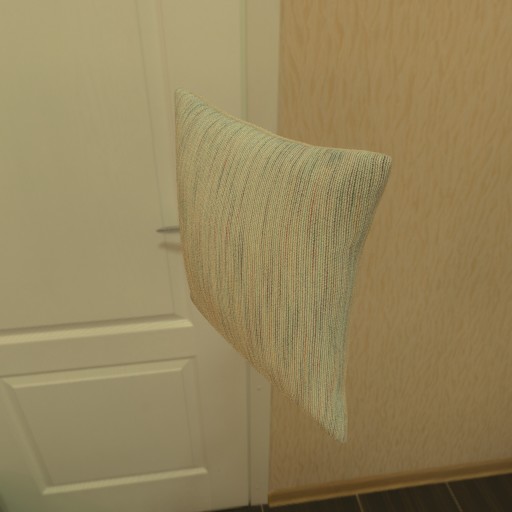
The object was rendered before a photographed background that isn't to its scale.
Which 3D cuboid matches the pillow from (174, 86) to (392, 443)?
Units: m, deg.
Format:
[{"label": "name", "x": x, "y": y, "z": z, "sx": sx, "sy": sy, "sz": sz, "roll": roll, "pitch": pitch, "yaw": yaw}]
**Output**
[{"label": "pillow", "x": 0.000, "y": 0.000, "z": 0.800, "sx": 0.178, "sy": 0.506, "sz": 0.512, "roll": -22, "pitch": 38, "yaw": -31}]
